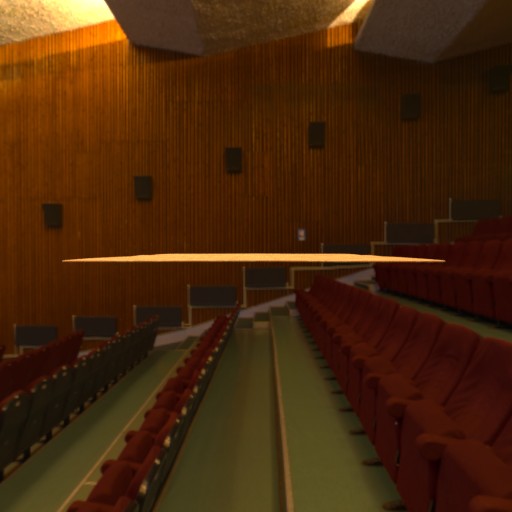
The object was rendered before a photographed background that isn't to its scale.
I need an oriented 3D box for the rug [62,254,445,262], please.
[{"bbox_3d":[0.000,0.000,2.174,1.146,0.010,1.745,0,1,0],"label":"rug"}]
